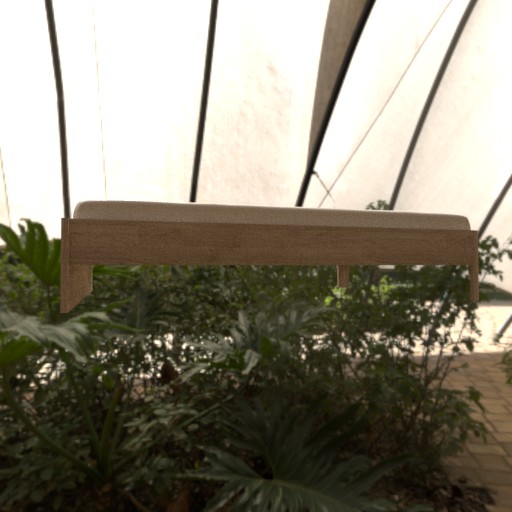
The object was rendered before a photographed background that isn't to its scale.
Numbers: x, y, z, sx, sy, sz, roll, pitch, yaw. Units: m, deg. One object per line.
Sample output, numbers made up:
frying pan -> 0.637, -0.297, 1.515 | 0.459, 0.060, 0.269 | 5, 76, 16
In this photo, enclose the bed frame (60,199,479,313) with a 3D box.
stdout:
bed frame -> 0.000, 0.000, 2.621 | 1.950, 0.462, 1.490 | 0, -1, -17
